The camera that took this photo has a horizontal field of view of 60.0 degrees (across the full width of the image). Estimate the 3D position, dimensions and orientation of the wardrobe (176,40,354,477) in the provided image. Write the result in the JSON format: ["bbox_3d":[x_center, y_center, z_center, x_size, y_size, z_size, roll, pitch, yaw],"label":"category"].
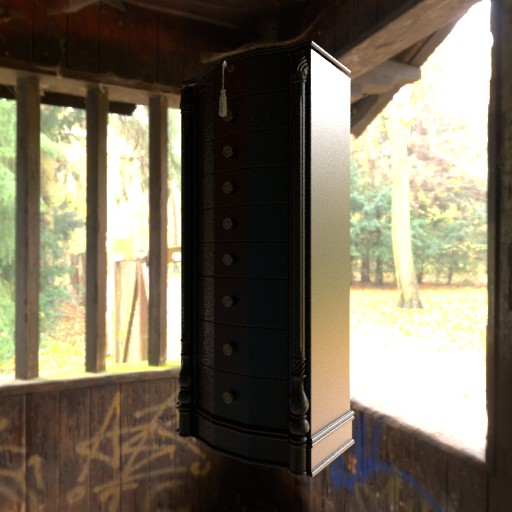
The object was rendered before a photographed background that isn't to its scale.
[{"bbox_3d":[0.000,0.000,1.210,0.444,1.011,0.295,0,0,36],"label":"wardrobe"}]
